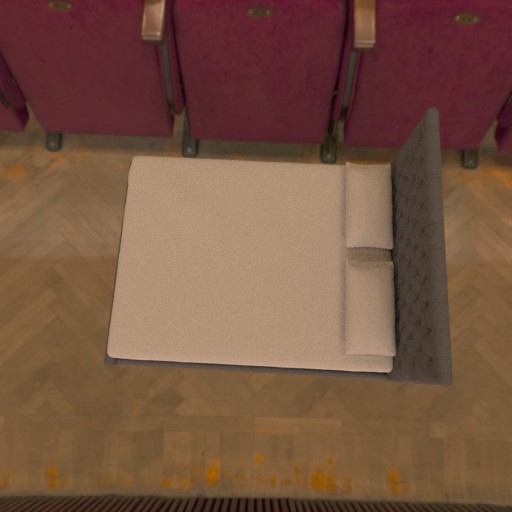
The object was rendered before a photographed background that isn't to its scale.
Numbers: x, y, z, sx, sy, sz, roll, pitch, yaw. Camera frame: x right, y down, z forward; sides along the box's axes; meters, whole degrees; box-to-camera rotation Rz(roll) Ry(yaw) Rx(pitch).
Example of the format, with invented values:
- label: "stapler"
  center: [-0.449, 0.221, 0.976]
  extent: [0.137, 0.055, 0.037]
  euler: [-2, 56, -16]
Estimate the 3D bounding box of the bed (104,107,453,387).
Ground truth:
- label: "bed"
  center: [0.000, 0.000, 3.263]
  extent: [2.231, 1.427, 1.698]
  euler: [3, 76, 1]
